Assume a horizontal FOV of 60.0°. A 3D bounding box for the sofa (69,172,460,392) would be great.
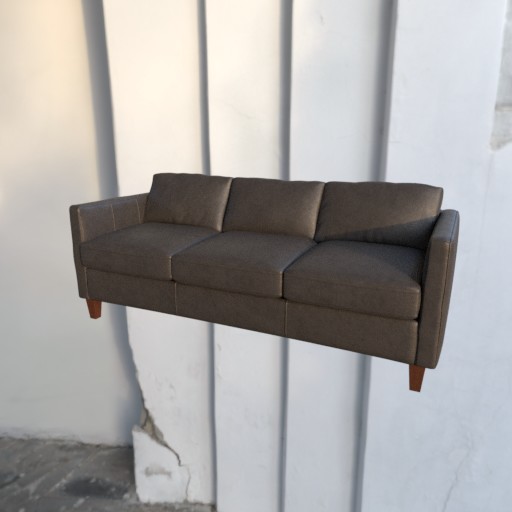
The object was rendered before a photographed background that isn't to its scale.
[{"bbox_3d":[0.000,0.000,3.012,2.464,1.006,1.045,7,17,24],"label":"sofa"}]
